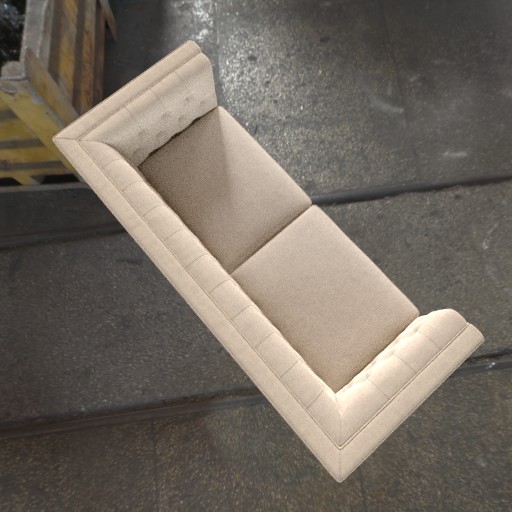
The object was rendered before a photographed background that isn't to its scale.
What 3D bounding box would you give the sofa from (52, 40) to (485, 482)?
[{"bbox_3d":[0.000,0.000,2.138,0.775,0.762,1.778,-40,79,-10],"label":"sofa"}]
